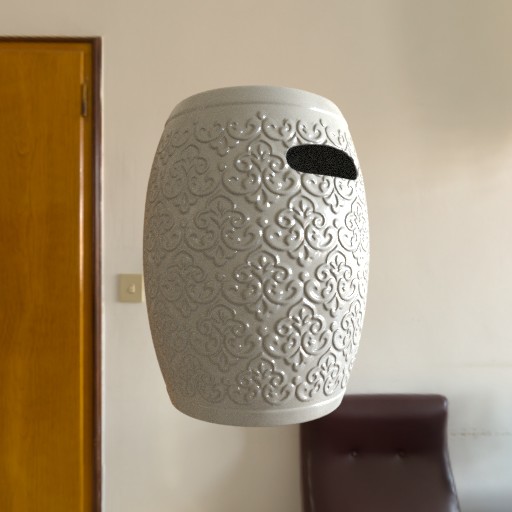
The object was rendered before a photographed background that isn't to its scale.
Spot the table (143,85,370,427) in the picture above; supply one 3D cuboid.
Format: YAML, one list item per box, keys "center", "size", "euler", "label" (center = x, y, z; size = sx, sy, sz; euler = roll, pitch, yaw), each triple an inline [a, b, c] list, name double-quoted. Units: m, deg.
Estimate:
- center: [0.000, 0.000, 0.624]
  size: [0.309, 0.397, 0.309]
  euler: [0, 0, 0]
  label: "table"
